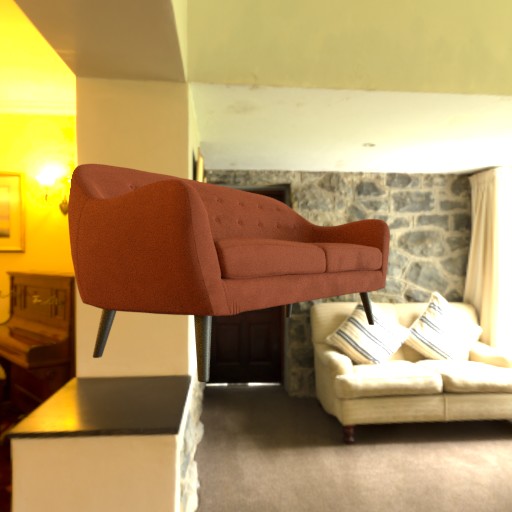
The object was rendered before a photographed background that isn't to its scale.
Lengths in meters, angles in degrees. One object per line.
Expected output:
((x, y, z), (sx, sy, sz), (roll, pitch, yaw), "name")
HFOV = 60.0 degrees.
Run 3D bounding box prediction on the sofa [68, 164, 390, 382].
((0.000, 0.000, 2.285), (0.820, 0.836, 1.840), (0, 0, 36), "sofa")
